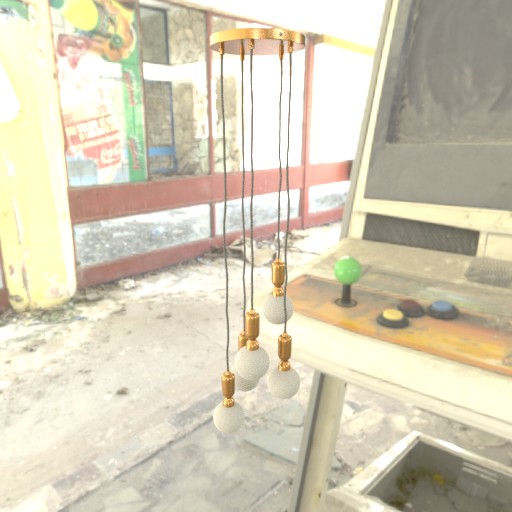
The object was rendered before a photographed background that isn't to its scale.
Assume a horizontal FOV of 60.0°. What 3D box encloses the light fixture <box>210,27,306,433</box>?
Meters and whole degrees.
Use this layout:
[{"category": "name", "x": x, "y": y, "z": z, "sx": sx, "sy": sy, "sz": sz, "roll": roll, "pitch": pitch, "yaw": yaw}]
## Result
[{"category": "light fixture", "x": 0.000, "y": 0.000, "z": 0.511, "sx": 0.108, "sy": 0.457, "sz": 0.105, "roll": -8, "pitch": 18, "yaw": -26}]
